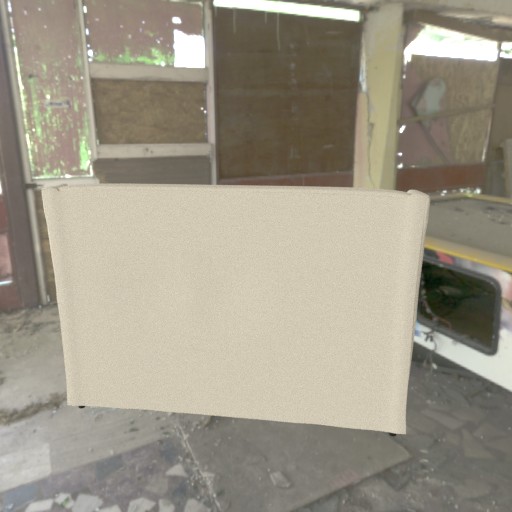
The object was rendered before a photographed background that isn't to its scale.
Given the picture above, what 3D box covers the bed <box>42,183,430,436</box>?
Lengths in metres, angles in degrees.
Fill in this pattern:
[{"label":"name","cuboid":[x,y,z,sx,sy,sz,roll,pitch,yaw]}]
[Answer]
[{"label":"bed","cuboid":[0.000,0.000,3.365,1.925,1.332,2.276,2,16,8]}]
